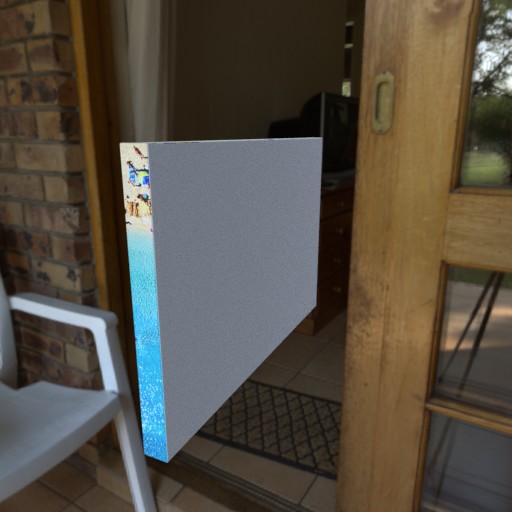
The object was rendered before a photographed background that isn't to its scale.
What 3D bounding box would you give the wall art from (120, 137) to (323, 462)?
[{"bbox_3d":[0.000,0.000,1.169,0.057,0.595,0.894,7,17,25],"label":"wall art"}]
